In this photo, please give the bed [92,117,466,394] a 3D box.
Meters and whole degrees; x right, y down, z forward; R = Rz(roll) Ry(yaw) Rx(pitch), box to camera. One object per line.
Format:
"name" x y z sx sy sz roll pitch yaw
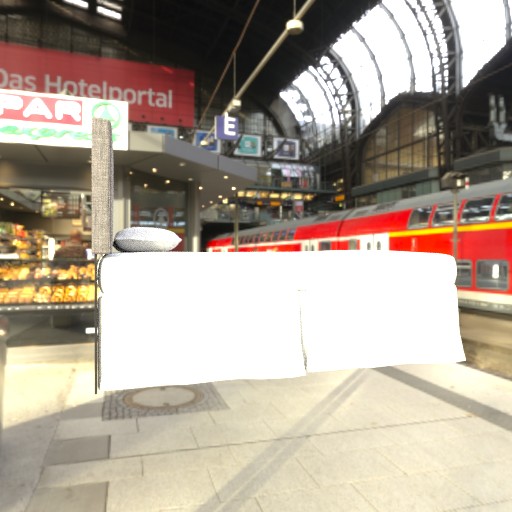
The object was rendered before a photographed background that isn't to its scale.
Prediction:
"bed" 0.000 0.000 2.901 1.958 1.168 1.621 0 0 -18
